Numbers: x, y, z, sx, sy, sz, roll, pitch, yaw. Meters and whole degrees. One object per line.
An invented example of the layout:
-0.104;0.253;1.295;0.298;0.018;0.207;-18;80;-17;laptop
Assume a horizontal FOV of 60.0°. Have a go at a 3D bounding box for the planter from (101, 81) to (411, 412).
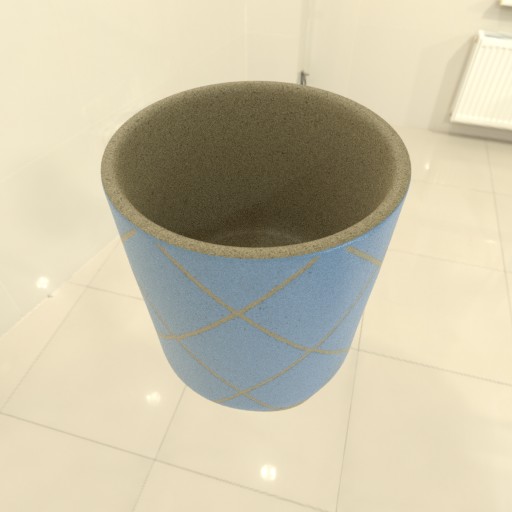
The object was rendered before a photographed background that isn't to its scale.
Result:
0.000;0.000;0.416;0.227;0.235;0.227;0;46;0;planter
